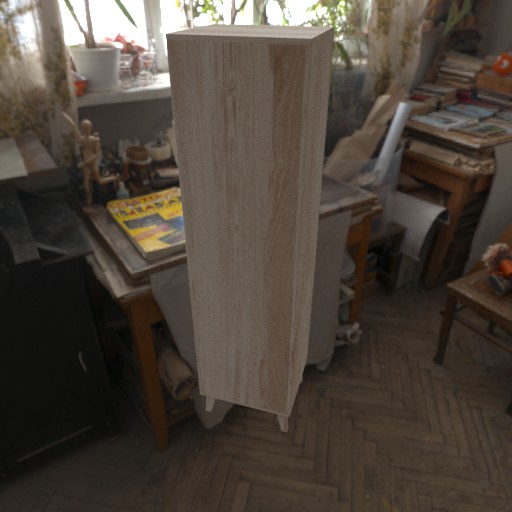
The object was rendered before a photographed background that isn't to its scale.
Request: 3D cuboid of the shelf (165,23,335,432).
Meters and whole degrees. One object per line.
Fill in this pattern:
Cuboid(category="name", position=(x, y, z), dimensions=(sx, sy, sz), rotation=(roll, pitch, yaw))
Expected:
Cuboid(category="shelf", position=(0.000, 0.000, 2.150), dimensions=(0.510, 1.960, 0.450), rotation=(9, 33, 15))
